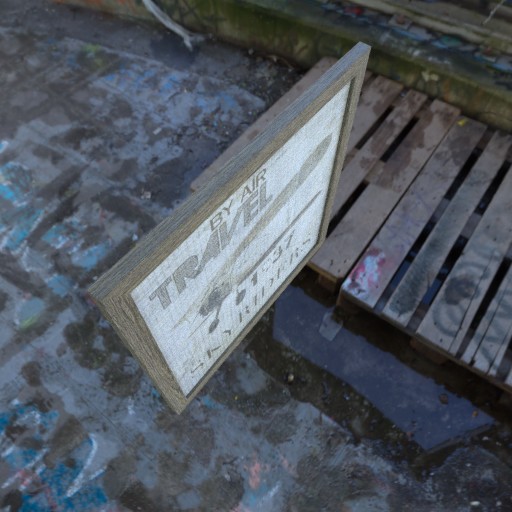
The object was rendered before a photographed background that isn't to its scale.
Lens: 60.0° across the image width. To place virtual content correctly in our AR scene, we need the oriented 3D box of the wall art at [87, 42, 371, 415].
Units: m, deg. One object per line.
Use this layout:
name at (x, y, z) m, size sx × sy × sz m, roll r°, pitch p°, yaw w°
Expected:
wall art at (0.000, 0.000, 0.746) m, size 0.019 × 0.508 × 0.508 m, roll 34°, pitch 64°, yaw 19°
